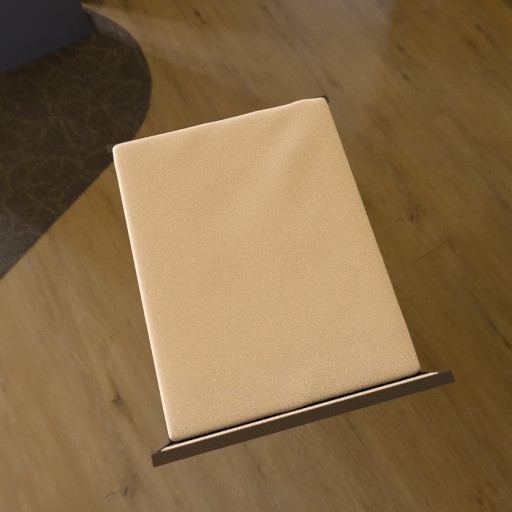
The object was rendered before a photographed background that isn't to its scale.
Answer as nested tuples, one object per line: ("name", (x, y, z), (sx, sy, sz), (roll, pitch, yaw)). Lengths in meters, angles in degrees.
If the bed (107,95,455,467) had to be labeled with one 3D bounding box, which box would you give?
("bed", (0.000, 0.000, 2.963), (1.634, 0.808, 2.103), (-14, 75, -4))
